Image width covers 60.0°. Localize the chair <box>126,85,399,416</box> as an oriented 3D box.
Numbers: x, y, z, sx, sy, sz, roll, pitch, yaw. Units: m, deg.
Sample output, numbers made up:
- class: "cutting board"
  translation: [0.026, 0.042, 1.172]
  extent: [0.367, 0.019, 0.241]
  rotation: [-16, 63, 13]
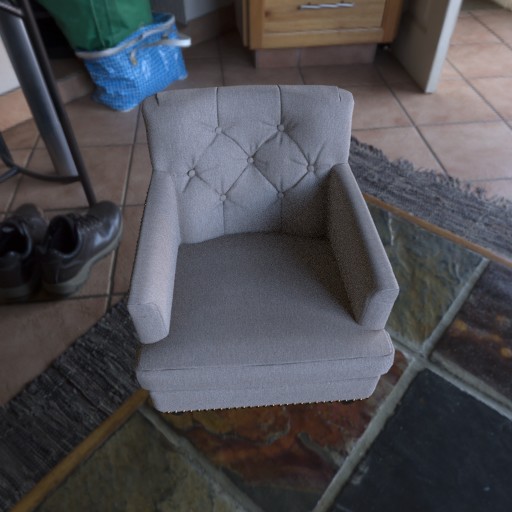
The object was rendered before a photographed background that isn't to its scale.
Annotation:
- class: "chair"
  translation: [0.000, 0.000, 1.520]
  extent: [0.737, 0.823, 0.902]
  rotation: [-3, 46, -3]
